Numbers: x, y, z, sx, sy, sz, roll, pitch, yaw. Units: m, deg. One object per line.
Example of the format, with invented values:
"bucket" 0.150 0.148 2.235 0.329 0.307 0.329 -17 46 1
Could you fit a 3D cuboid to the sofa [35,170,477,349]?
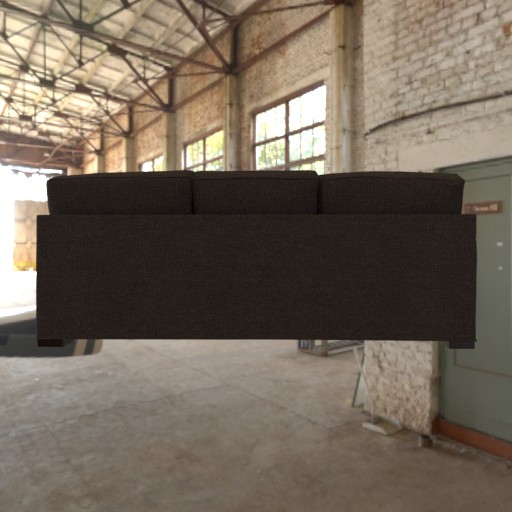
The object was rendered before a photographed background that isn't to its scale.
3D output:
"sofa" 0.000 0.000 2.851 2.369 0.978 1.004 0 1 1
